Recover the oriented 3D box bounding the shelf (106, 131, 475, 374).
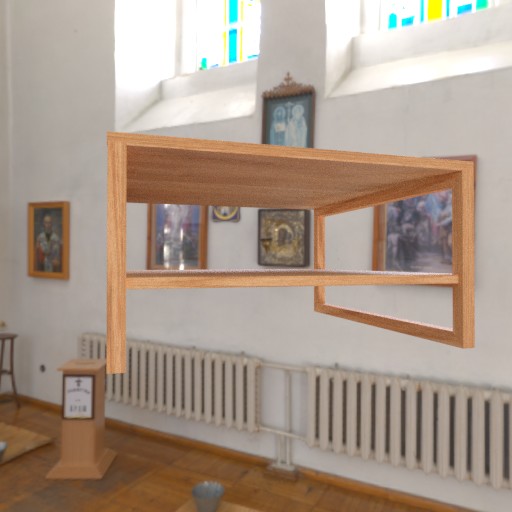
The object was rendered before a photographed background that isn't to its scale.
[{"bbox_3d":[0.000,0.000,1.437,0.899,0.480,0.899,0,-1,-17],"label":"shelf"}]
